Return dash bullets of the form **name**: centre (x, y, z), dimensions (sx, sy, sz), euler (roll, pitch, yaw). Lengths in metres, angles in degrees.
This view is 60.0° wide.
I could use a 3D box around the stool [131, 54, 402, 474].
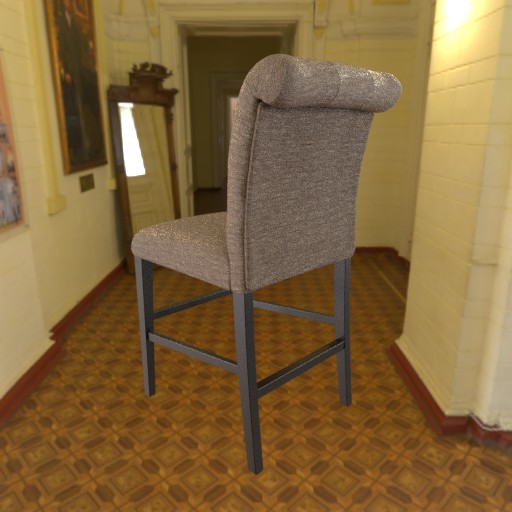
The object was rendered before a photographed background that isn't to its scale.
- **stool**: centre (0.000, 0.000, 1.266), dimensions (0.611, 0.970, 0.457), euler (15, 22, 43)
